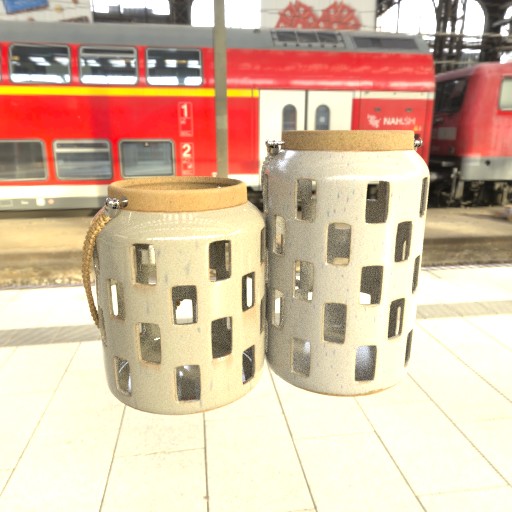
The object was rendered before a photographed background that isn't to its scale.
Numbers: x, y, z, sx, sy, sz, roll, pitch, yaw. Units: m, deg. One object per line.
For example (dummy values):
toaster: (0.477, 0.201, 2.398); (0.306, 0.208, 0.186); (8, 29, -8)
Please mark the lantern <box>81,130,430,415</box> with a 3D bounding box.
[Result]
lantern: (0.000, 0.000, 0.469); (0.347, 0.255, 0.184); (-3, 16, -10)
